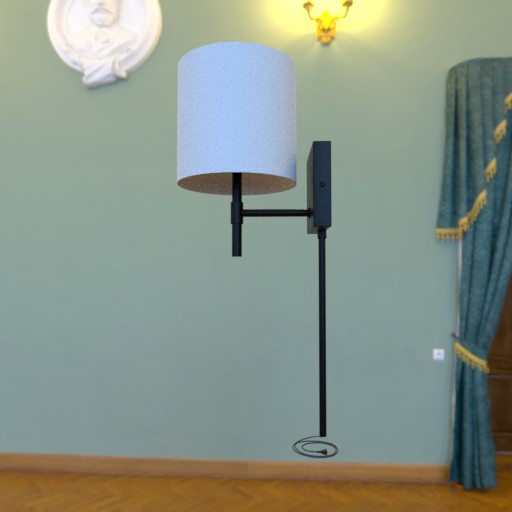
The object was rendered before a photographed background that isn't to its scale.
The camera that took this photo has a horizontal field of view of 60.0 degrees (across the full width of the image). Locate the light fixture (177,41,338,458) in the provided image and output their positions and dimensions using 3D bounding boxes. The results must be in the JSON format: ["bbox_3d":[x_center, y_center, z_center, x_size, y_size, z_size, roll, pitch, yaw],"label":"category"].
[{"bbox_3d":[0.000,0.000,0.698,0.248,0.589,0.188,0,-2,2],"label":"light fixture"}]
